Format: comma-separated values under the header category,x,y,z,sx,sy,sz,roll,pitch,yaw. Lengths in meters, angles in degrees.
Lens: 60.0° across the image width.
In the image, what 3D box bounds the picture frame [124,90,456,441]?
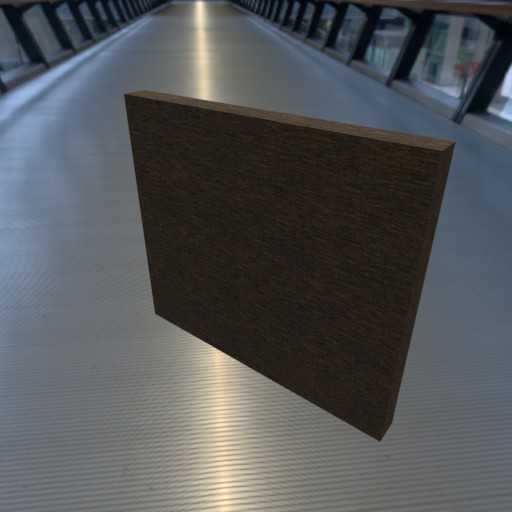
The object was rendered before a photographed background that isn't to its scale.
category,x,y,z,sx,sy,sz,roll,pitch,yaw
picture frame,0.000,0.000,0.525,0.378,0.330,0.033,21,36,32
